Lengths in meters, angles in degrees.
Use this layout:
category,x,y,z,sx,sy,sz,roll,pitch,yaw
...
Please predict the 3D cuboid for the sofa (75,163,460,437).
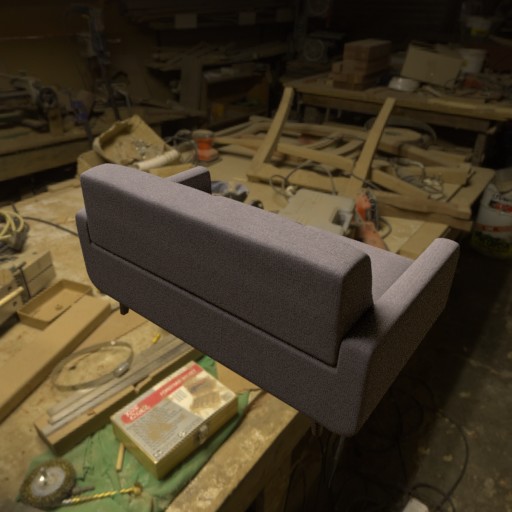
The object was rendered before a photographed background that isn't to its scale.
category,x,y,z,sx,sy,sz,roll,pitch,yaw
sofa,0.000,0.000,2.166,1.631,0.841,0.909,22,37,32
